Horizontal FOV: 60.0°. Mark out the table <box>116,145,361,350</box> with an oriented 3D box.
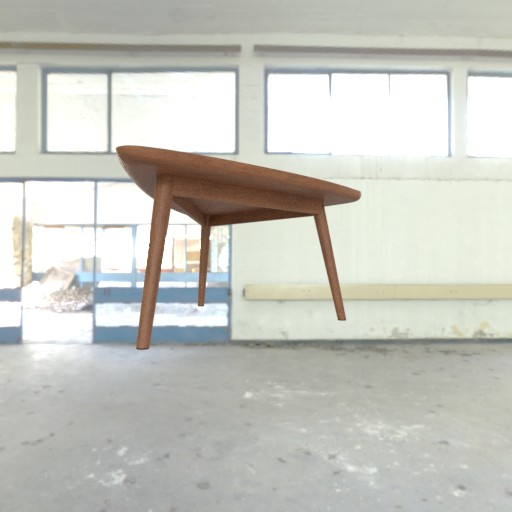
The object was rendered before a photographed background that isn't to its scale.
[{"bbox_3d":[0.000,0.000,1.266,0.601,0.365,1.008,0,-1,0],"label":"table"}]
